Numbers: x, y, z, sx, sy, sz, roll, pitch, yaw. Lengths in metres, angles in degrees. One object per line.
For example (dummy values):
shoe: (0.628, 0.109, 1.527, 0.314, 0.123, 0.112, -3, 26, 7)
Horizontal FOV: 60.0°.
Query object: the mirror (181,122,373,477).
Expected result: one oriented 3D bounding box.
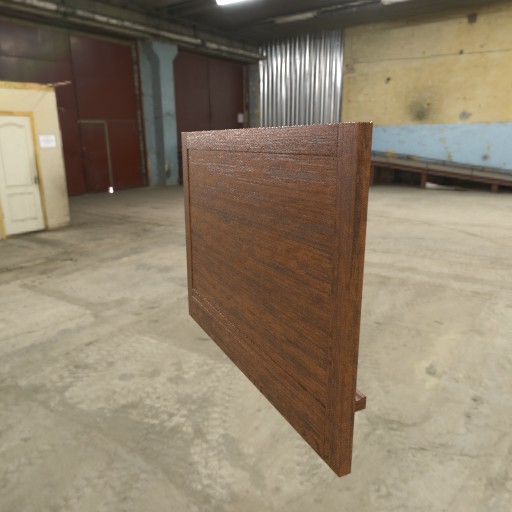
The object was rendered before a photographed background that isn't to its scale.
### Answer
mirror: (0.000, 0.000, 0.975, 0.084, 0.537, 0.758, -7, 16, -25)
